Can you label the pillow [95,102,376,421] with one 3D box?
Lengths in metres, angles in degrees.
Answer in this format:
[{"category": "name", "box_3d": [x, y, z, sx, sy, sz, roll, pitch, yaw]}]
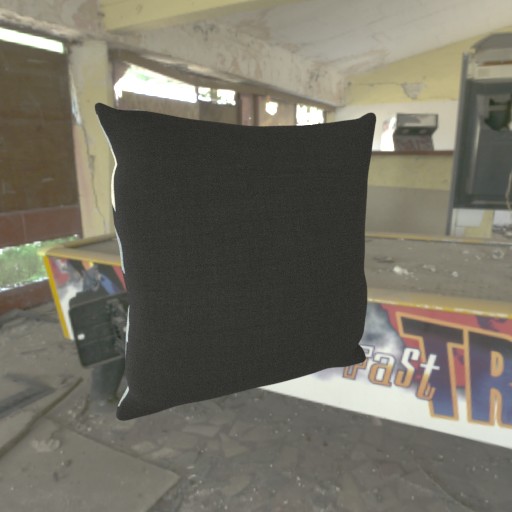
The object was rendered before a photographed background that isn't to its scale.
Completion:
[{"category": "pillow", "box_3d": [0.000, 0.000, 0.772, 0.503, 0.496, 0.208, -6, 14, -25]}]
